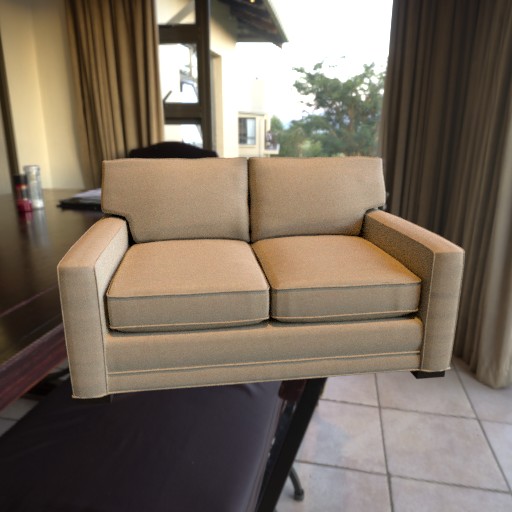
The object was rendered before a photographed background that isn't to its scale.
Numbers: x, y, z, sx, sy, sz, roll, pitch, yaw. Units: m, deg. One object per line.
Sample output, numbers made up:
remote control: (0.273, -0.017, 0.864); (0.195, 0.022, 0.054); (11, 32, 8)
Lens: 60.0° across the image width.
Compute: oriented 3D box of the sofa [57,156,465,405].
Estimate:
sofa: (0.000, 0.000, 2.038); (1.484, 0.853, 0.942); (-2, 17, -7)
